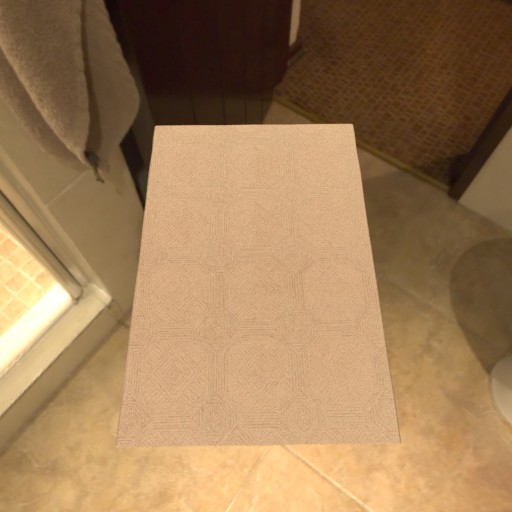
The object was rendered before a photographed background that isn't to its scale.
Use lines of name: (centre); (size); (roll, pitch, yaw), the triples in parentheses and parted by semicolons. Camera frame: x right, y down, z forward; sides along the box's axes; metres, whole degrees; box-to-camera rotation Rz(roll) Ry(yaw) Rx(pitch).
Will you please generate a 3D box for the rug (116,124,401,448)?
rug: (0.000, 0.000, 2.328); (1.236, 0.009, 1.839); (-1, 62, 0)
